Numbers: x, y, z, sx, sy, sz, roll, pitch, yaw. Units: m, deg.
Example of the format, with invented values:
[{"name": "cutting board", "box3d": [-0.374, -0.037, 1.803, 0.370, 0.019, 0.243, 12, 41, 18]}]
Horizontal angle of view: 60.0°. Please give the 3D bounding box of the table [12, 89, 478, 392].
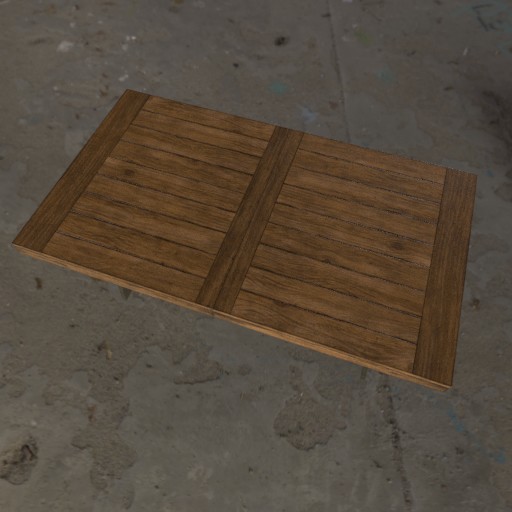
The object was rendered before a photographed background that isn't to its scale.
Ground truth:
[{"name": "table", "box3d": [0.000, 0.000, 2.094, 1.641, 0.757, 0.931, 17, 61, 10]}]
